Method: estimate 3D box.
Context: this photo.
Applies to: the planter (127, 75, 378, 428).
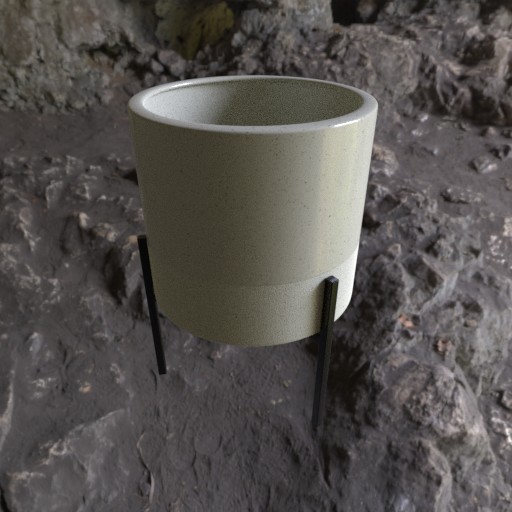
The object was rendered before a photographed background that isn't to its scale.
[{"bbox_3d":[0.000,0.000,0.333,0.152,0.230,0.159,-22,38,-31],"label":"planter"}]
